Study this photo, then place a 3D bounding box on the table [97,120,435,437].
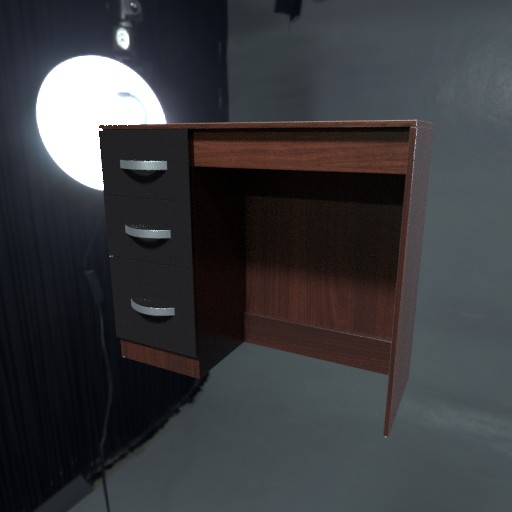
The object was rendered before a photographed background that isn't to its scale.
[{"bbox_3d":[0.000,0.000,1.383,0.930,0.790,0.380,8,17,26],"label":"table"}]
